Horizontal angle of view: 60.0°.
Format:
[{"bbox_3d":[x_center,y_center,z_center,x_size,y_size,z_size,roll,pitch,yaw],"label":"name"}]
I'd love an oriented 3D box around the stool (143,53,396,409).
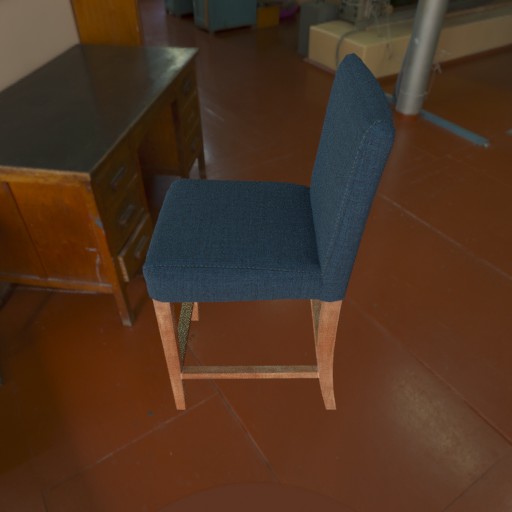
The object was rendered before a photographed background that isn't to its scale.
[{"bbox_3d":[0.000,0.000,1.331,0.567,1.039,0.454,1,41,1],"label":"stool"}]
